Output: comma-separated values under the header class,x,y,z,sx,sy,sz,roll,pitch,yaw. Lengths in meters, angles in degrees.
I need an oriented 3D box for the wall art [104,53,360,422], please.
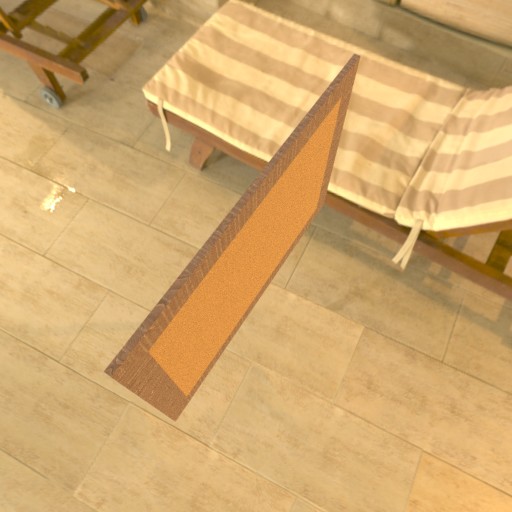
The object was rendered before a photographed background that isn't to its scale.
class,x,y,z,sx,sy,sz,roll,pitch,yaw
wall art,0.000,0.000,1.388,0.020,0.761,1.056,30,67,14
